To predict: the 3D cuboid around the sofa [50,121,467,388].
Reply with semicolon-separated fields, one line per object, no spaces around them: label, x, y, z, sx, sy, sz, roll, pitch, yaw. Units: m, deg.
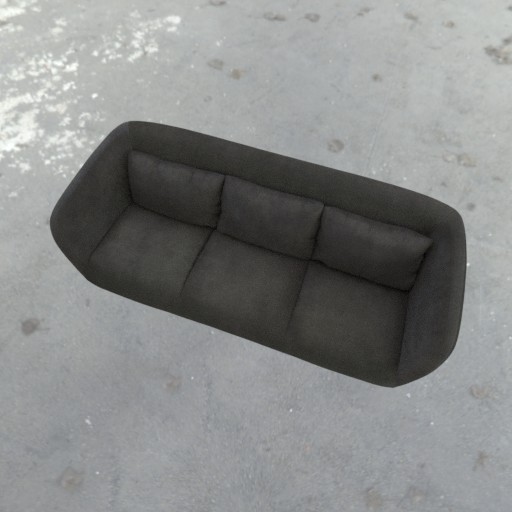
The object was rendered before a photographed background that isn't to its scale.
sofa;0.000;0.000;2.737;2.296;0.875;0.956;17;60;10
